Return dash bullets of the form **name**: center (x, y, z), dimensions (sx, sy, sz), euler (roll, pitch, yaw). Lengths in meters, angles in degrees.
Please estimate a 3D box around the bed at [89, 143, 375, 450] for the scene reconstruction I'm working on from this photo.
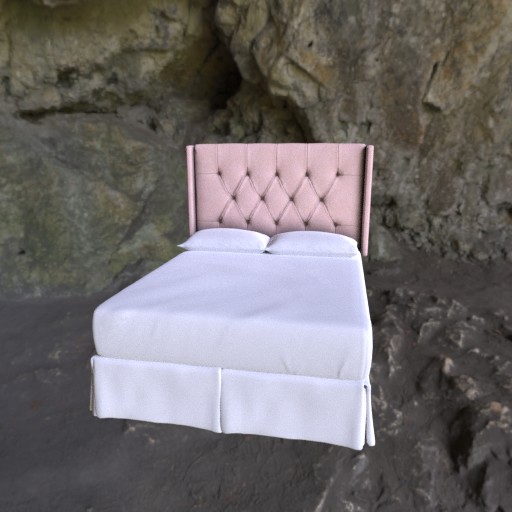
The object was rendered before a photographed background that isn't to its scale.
- **bed**: center (0.000, 0.000, 3.319), dimensions (1.719, 1.665, 2.066), euler (3, 14, 11)
